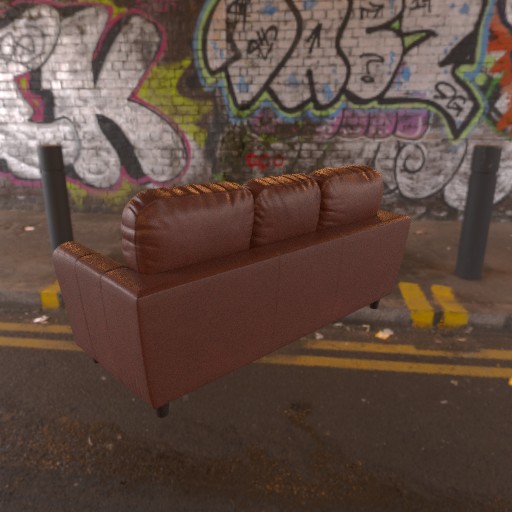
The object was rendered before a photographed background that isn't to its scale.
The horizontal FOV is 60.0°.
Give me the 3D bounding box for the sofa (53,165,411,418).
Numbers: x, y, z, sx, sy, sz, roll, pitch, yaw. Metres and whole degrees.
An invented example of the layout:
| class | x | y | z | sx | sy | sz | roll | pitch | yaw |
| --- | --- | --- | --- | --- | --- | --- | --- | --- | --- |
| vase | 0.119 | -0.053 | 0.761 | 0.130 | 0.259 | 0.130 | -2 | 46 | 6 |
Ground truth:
| class | x | y | z | sx | sy | sz | roll | pitch | yaw |
| --- | --- | --- | --- | --- | --- | --- | --- | --- | --- |
| sofa | 0.000 | 0.000 | 2.409 | 1.862 | 0.915 | 0.802 | -16 | 23 | -41 |
